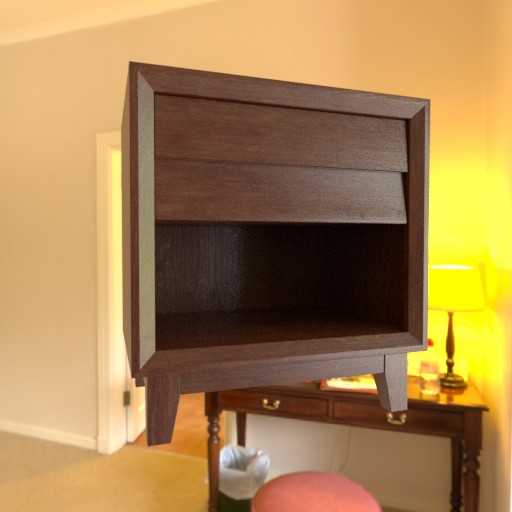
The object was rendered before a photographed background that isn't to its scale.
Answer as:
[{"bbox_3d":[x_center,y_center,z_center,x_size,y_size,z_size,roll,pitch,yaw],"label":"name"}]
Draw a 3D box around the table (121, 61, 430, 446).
[{"bbox_3d":[0.000,0.000,0.983,0.557,0.609,0.449,-1,2,-19],"label":"table"}]
